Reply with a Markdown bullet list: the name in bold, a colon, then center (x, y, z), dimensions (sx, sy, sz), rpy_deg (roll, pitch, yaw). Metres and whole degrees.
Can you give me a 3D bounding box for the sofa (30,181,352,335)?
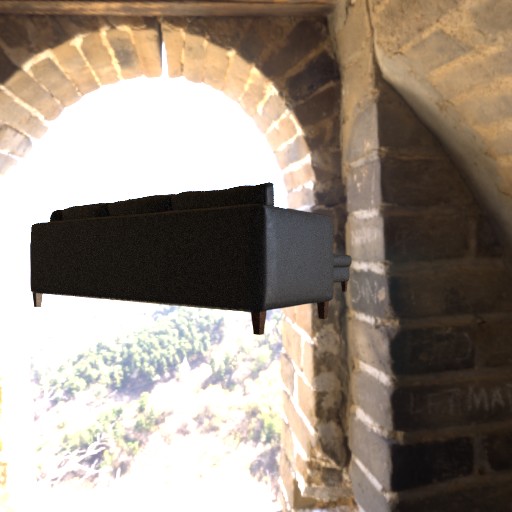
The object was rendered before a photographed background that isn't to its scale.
- **sofa**: center (0.000, 0.000, 4.617), dimensions (2.593, 0.923, 3.460), rpy_deg (0, 0, 36)
